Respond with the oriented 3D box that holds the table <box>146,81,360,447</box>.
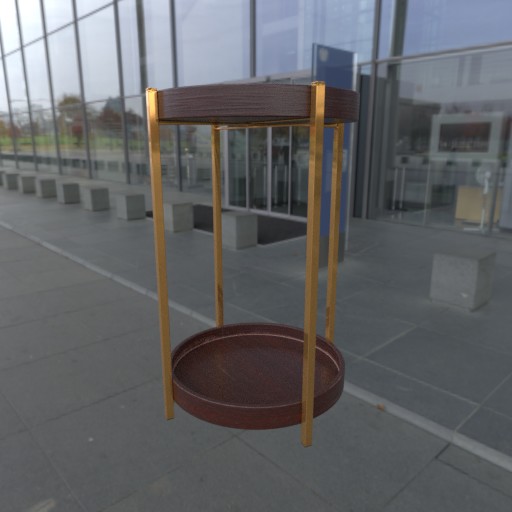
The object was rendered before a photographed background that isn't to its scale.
[{"bbox_3d":[0.000,0.000,0.884,0.400,0.610,0.400,-8,16,-27],"label":"table"}]
